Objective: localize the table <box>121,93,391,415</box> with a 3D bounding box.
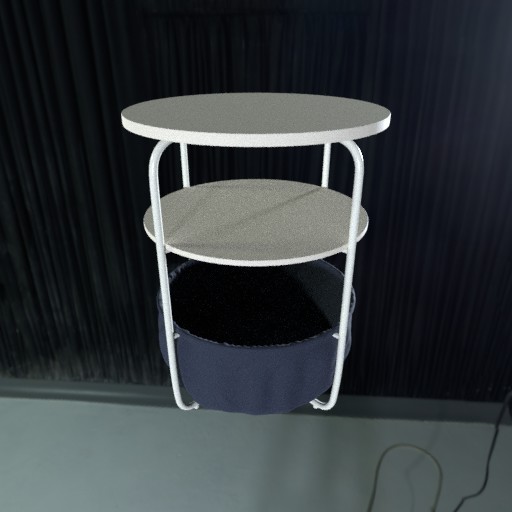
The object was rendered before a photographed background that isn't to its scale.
[{"bbox_3d":[0.000,0.000,0.832,0.418,0.532,0.418,0,27,0],"label":"table"}]
